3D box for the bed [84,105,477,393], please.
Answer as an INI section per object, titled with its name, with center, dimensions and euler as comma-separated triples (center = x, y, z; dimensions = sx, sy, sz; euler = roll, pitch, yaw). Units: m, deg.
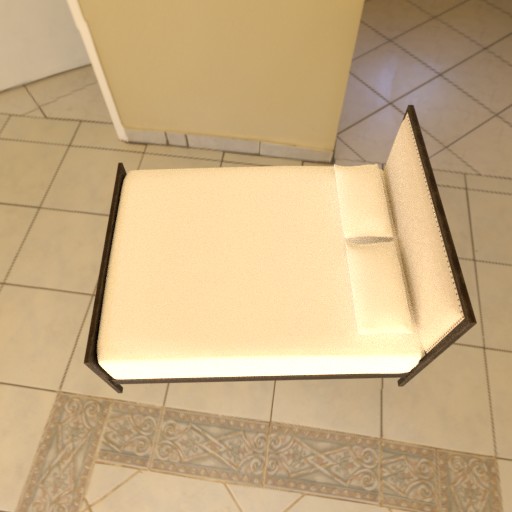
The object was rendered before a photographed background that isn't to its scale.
[bed]
center = 0.000, 0.000, 3.219
dimensions = 2.221, 1.313, 1.607
euler = -1, 60, -1
